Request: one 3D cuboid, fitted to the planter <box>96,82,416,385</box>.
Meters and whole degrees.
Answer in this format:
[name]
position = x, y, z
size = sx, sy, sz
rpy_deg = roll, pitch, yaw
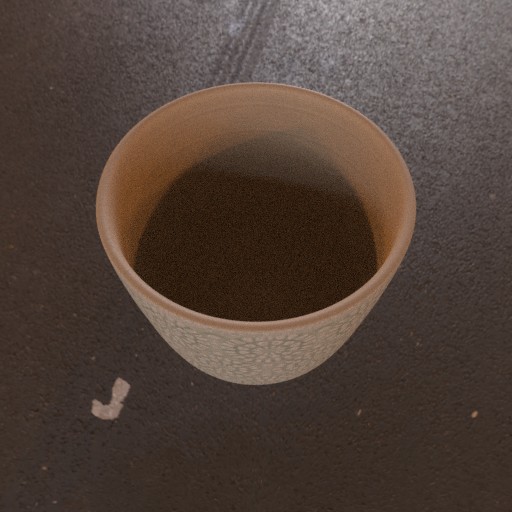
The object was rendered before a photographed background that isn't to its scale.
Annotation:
[planter]
position = 0.000, 0.000, 0.219
size = 0.124, 0.109, 0.124
rpy_deg = 0, 58, 0
